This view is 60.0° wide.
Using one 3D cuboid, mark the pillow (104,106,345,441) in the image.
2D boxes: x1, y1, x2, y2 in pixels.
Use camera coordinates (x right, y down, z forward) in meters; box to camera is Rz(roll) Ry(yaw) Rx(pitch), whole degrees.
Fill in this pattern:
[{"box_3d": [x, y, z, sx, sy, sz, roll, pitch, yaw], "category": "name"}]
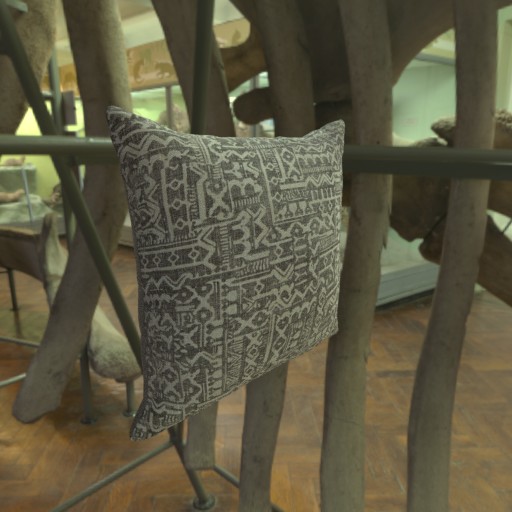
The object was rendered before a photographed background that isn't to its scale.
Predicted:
[{"box_3d": [0.000, 0.000, 0.796, 0.180, 0.487, 0.546, 13, 19, 42], "category": "pillow"}]
